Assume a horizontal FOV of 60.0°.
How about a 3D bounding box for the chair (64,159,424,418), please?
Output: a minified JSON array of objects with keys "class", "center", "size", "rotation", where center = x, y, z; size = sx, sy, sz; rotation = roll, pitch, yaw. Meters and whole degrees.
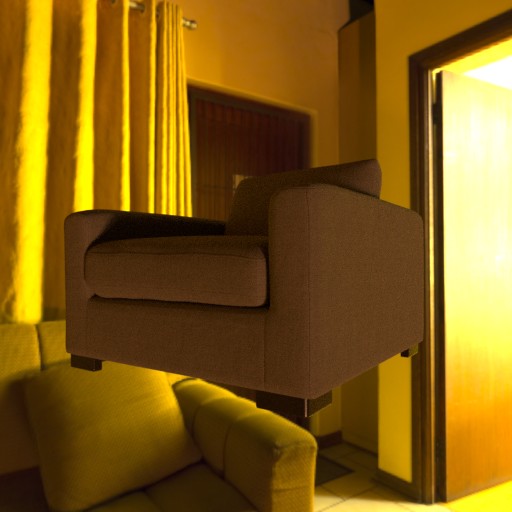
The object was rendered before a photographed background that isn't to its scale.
[{"class":"chair","center":[0.000,0.000,1.826],"size":[1.070,0.847,1.100],"rotation":[-1,-2,35]}]
